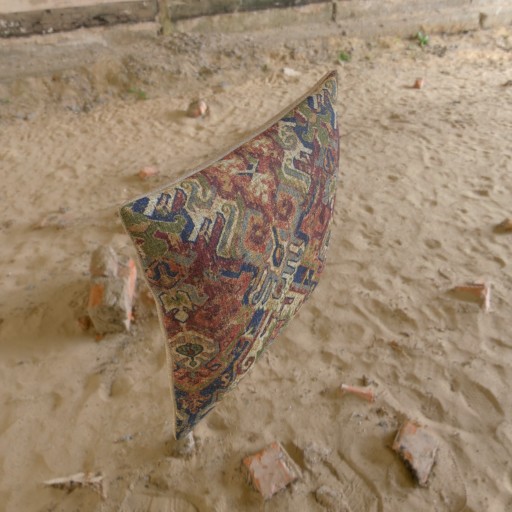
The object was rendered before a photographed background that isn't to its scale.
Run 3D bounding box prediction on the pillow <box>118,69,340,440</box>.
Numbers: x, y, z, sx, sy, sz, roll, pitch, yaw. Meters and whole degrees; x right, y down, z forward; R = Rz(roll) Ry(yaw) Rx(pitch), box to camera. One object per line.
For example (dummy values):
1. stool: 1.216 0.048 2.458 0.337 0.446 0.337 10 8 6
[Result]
1. pillow: 0.000 0.000 0.795 0.166 0.506 0.523 24 47 25
